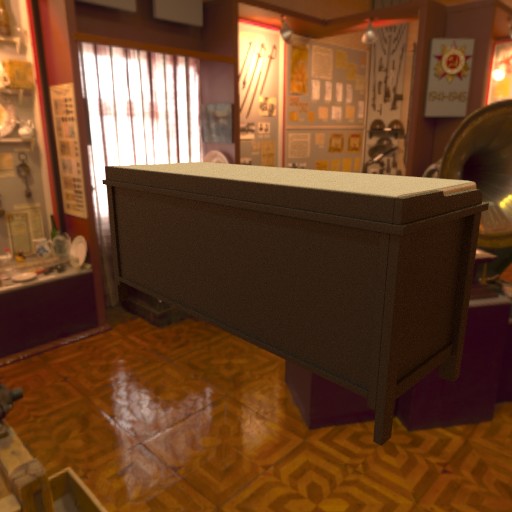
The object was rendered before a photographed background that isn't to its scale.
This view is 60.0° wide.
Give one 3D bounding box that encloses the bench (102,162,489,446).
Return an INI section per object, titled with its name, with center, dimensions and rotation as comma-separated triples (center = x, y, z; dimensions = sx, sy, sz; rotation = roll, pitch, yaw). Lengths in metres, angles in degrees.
[bench]
center = 0.000, 0.000, 1.341
dimensions = 0.398, 0.501, 1.140
rotation = -14, 21, -42
